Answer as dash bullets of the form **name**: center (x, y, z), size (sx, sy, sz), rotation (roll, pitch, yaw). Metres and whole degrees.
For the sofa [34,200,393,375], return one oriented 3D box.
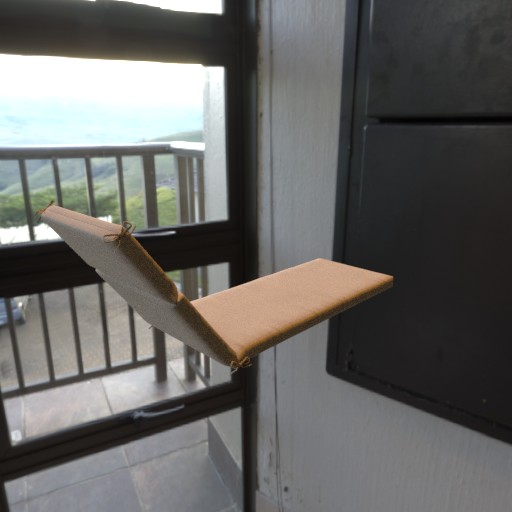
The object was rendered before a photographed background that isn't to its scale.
- **sofa**: center (0.000, 0.000, 1.988), size (0.582, 0.622, 1.663), rotation (16, 23, 42)
